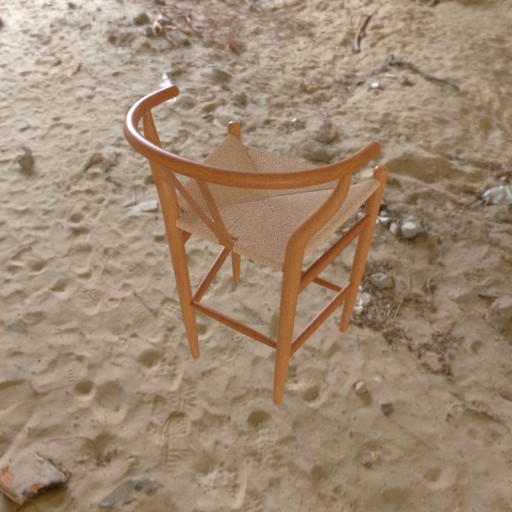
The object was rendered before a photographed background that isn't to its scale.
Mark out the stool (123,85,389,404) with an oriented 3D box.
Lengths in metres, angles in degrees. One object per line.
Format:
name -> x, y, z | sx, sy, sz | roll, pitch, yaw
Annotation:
stool -> 0.000, 0.000, 1.319 | 0.569, 0.970, 0.579 | 23, 49, 22
